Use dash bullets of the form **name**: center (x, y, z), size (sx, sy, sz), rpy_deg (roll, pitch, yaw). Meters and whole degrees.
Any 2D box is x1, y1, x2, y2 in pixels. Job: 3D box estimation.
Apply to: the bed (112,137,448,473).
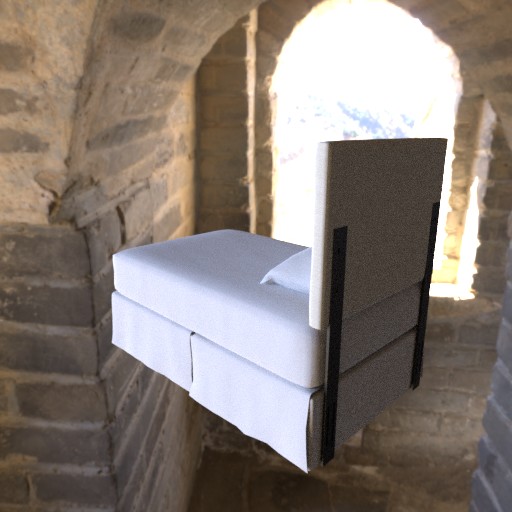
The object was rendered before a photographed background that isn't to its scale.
- **bed**: center (0.000, 0.000, 3.003), size (1.261, 1.571, 1.997), rpy_deg (-15, 22, -42)
